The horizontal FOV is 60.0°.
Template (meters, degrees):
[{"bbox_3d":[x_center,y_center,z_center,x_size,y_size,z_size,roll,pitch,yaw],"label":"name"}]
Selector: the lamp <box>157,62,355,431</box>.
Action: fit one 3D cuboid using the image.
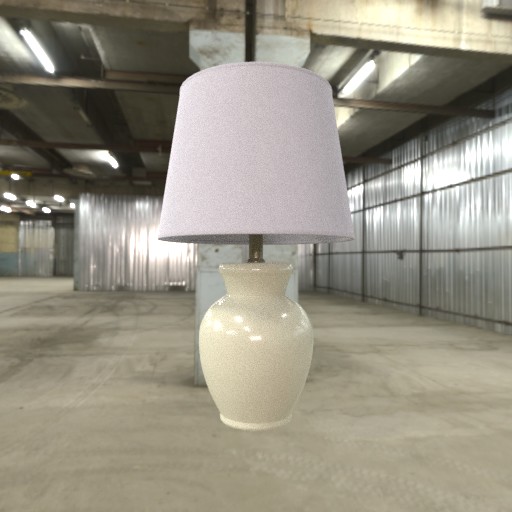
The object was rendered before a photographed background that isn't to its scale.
[{"bbox_3d":[0.000,0.000,0.550,0.239,0.399,0.239,0,-1,0],"label":"lamp"}]
